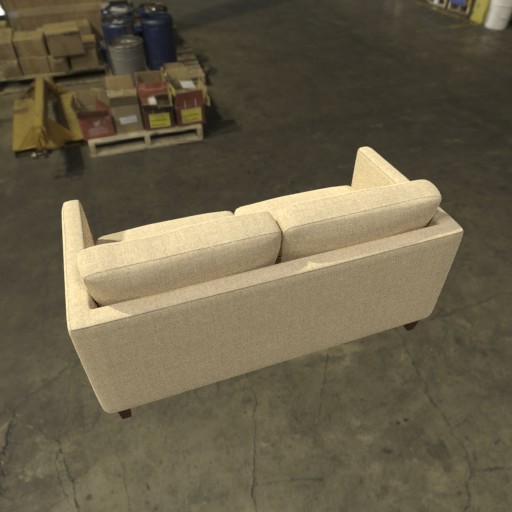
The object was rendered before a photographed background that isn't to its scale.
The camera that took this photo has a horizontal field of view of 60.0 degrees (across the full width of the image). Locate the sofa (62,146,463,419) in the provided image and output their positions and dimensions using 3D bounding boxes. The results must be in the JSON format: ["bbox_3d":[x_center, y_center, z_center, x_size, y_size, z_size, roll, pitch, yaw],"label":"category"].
[{"bbox_3d":[0.000,0.000,2.438,1.884,0.963,0.950,-13,43,-15],"label":"sofa"}]
